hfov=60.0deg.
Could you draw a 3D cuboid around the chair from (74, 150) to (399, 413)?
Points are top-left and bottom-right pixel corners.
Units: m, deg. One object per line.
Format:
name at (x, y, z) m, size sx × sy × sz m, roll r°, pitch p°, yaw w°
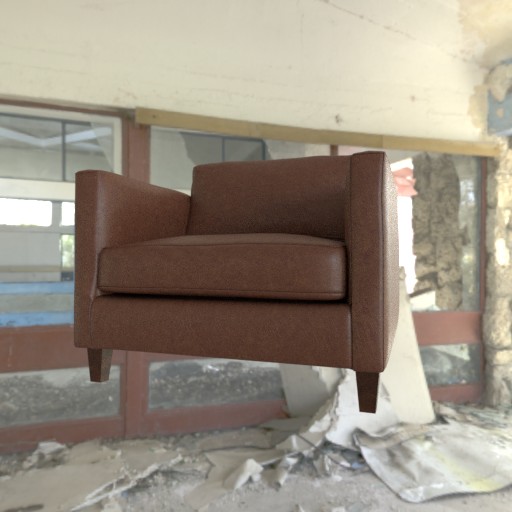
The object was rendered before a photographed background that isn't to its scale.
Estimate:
chair at (0.000, 0.000, 1.825) m, size 1.107 × 0.917 × 0.959 m, roll 0°, pitch 0°, yaw 20°
